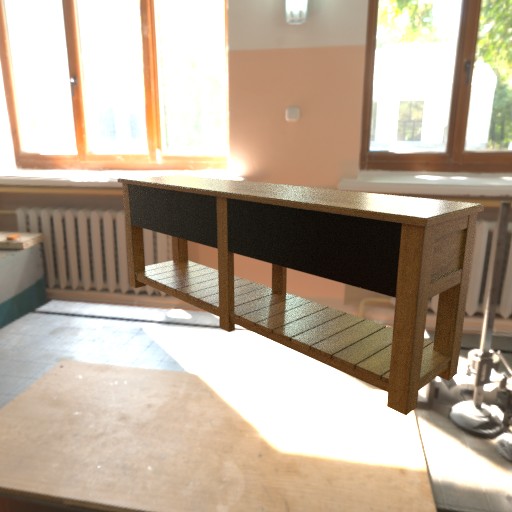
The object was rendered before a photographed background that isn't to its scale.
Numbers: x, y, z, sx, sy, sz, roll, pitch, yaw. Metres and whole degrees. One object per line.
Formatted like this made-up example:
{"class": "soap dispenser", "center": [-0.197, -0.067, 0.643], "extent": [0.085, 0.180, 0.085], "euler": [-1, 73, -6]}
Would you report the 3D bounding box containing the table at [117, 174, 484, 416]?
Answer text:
{"class": "table", "center": [0.000, 0.000, 2.074], "extent": [0.425, 0.635, 1.815], "euler": [-14, 20, -42]}
